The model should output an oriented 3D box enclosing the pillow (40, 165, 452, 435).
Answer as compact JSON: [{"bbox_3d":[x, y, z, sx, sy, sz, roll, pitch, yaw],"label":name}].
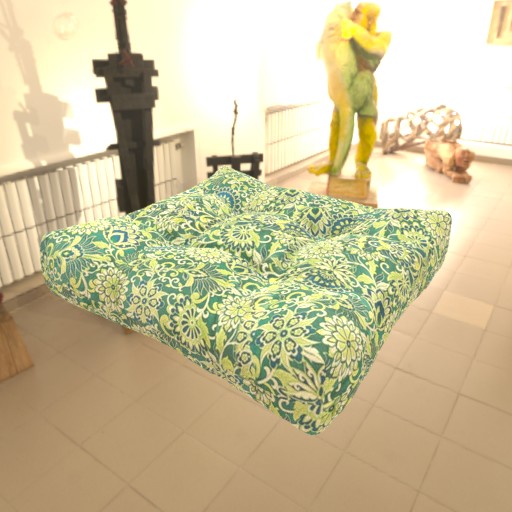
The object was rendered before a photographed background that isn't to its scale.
[{"bbox_3d":[0.000,0.000,0.704,0.490,0.128,0.468,18,32,31],"label":"pillow"}]
